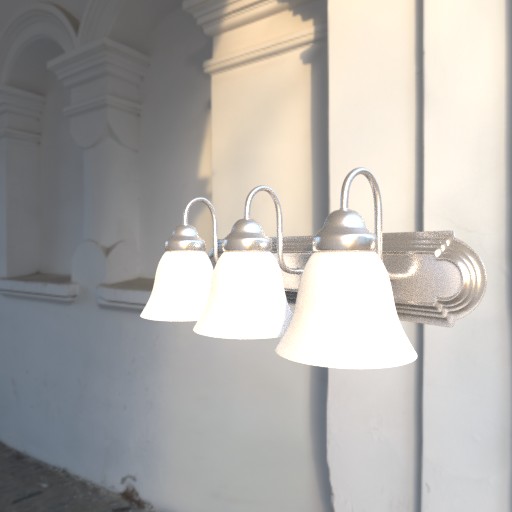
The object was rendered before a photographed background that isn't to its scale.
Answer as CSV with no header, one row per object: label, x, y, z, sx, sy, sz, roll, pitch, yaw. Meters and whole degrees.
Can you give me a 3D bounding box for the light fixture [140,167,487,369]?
light fixture,0.000,0.000,0.690,0.199,0.222,0.610,-1,1,-38
